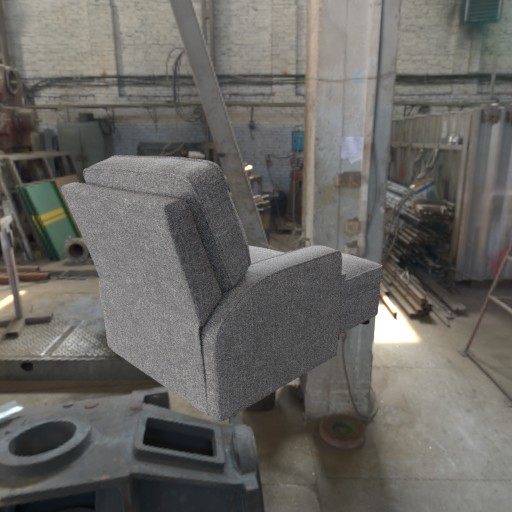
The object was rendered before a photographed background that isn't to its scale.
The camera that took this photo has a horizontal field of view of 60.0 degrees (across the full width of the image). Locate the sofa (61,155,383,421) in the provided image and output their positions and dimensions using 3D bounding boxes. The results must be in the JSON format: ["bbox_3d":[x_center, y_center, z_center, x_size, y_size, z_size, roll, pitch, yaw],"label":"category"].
[{"bbox_3d":[0.000,0.000,2.105,1.472,0.959,0.861,-14,21,-43],"label":"sofa"}]
